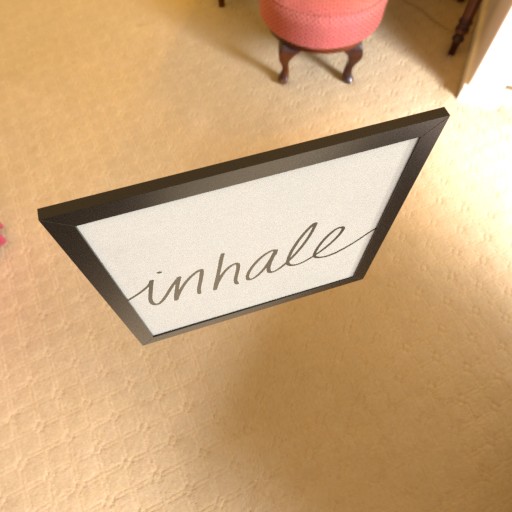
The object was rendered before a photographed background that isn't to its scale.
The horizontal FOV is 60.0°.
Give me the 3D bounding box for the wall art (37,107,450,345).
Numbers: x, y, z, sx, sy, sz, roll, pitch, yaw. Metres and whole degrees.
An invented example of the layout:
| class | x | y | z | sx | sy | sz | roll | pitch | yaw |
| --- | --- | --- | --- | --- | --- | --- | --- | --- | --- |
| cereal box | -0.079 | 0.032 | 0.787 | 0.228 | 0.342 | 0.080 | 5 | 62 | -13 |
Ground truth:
| class | x | y | z | sx | sy | sz | roll | pitch | yaw |
| --- | --- | --- | --- | --- | --- | --- | --- | --- | --- |
| wall art | 0.000 | 0.000 | 0.659 | 0.446 | 0.445 | 0.014 | -16 | 64 | -8 |
